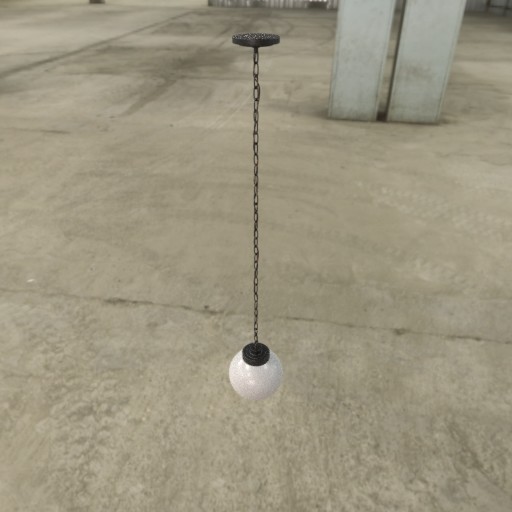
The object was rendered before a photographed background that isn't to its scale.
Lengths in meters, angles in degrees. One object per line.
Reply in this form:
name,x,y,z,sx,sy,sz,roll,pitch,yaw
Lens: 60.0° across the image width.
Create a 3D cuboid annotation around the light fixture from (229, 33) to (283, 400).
light fixture,0.000,0.000,2.088,0.304,1.867,0.305,22,38,30
